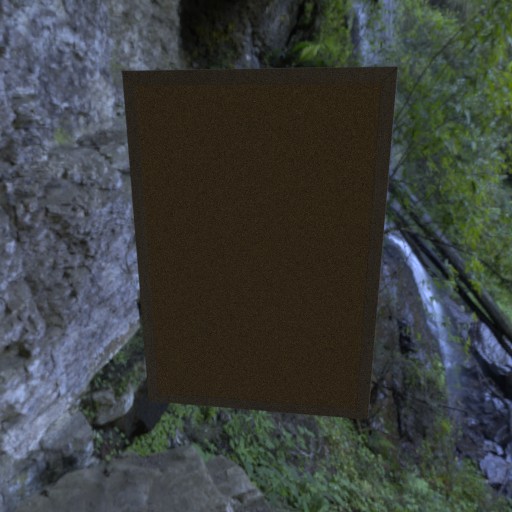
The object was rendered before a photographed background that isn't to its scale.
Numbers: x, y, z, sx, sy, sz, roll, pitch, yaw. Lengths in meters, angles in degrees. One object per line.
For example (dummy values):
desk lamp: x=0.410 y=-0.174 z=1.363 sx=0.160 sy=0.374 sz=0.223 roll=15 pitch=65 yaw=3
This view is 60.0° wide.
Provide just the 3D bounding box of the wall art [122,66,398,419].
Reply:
wall art: x=0.000 y=0.000 z=0.653 sx=0.356 sy=0.509 sz=0.031 roll=2 pitch=17 yaw=7
